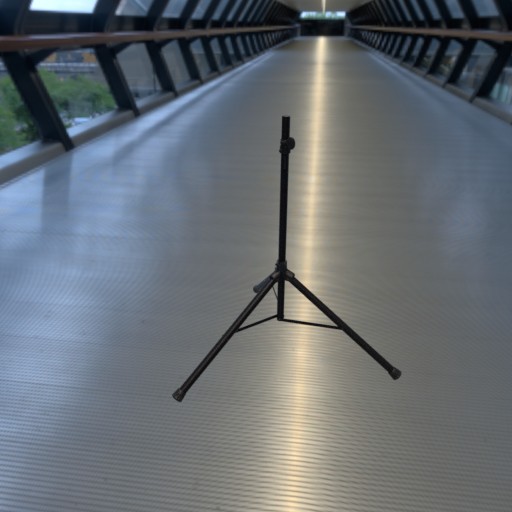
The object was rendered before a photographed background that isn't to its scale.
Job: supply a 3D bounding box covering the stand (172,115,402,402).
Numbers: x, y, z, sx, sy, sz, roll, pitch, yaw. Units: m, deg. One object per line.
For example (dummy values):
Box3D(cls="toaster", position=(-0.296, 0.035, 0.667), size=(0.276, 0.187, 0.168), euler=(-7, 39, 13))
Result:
Box3D(cls="stand", position=(0.000, 0.000, 1.911), size=(0.907, 1.136, 1.045), euler=(-19, 32, -33))
